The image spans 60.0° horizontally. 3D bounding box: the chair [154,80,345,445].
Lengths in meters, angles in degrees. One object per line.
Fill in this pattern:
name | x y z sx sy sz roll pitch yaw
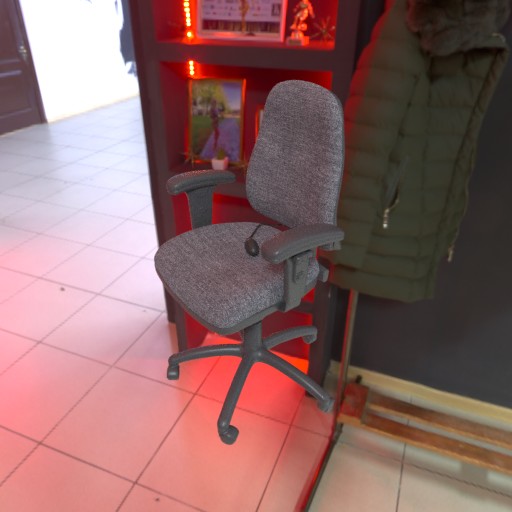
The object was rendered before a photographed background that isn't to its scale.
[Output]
chair | 0.000 0.000 1.265 0.530 0.910 0.550 -20 36 -30
